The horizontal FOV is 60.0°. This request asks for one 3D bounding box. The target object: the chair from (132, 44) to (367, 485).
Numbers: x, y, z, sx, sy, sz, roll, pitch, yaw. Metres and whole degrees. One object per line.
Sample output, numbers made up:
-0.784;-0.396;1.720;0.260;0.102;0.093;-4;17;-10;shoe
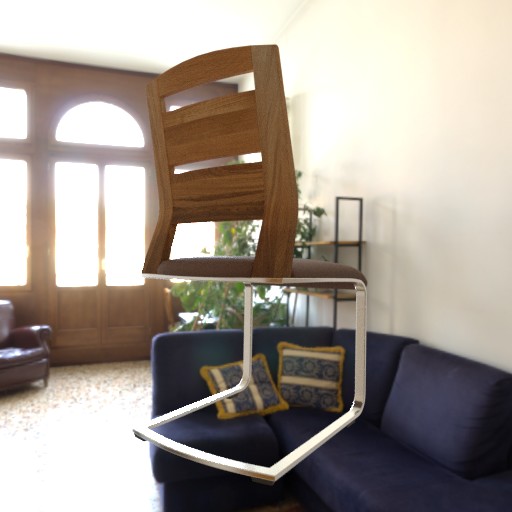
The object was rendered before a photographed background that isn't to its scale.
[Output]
0.000;0.000;1.270;0.460;0.970;0.570;0;0;35;chair
